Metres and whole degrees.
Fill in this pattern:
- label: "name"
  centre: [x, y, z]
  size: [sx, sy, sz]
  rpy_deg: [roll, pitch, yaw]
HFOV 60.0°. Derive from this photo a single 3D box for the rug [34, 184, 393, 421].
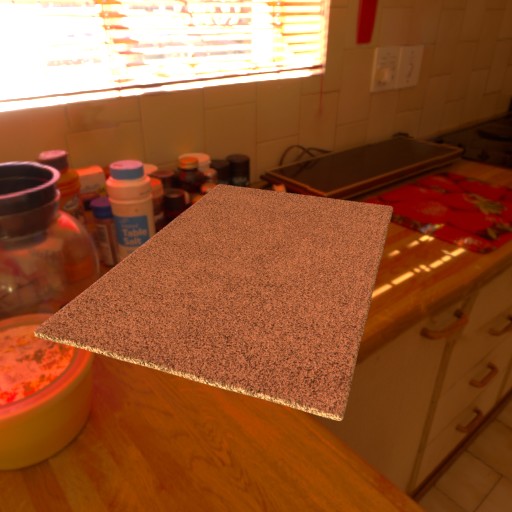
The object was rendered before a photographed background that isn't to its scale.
- label: "rug"
  centre: [0.000, 0.000, 2.282]
  size: [1.219, 0.030, 1.778]
  rpy_deg: [10, 31, 17]
